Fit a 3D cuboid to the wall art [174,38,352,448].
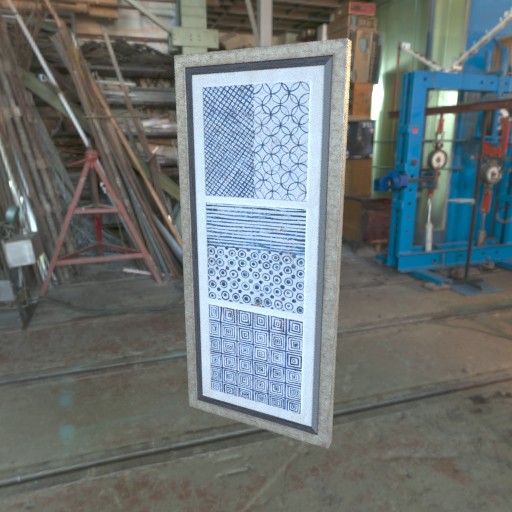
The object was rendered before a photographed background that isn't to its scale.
[{"bbox_3d":[0.000,0.000,1.696,0.648,1.461,0.051,7,16,25],"label":"wall art"}]
